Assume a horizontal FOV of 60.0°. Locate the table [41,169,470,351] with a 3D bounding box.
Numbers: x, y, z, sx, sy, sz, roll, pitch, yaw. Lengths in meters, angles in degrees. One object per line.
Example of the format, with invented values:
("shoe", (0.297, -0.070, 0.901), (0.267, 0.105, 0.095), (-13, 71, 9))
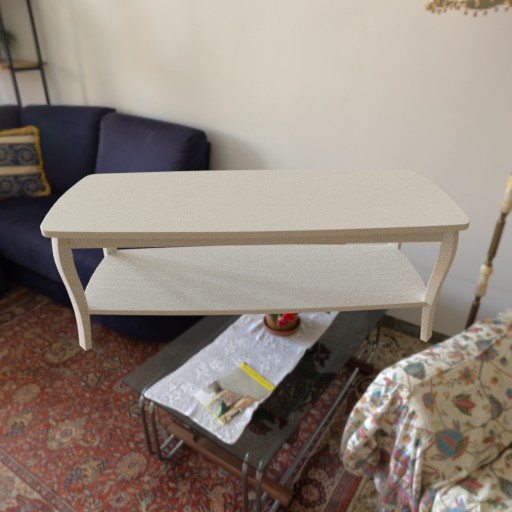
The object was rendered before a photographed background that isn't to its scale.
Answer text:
("table", (0.000, 0.000, 1.639), (1.334, 0.474, 0.561), (-1, 29, -2))
